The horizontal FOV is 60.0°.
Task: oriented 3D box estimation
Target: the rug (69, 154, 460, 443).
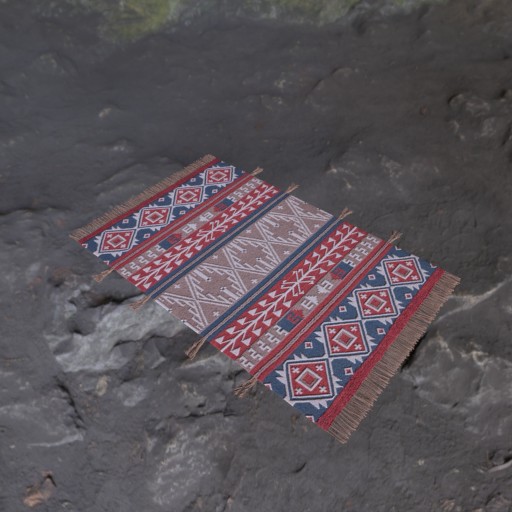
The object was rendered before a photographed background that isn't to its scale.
[{"bbox_3d":[0.000,0.000,2.628,2.025,0.040,1.469,31,53,27],"label":"rug"}]
